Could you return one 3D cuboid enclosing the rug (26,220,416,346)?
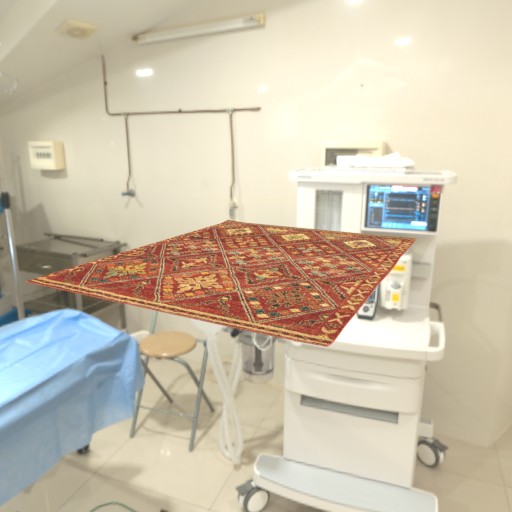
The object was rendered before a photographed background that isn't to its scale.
[{"bbox_3d":[0.000,0.000,4.241,2.489,0.030,3.086,7,16,27],"label":"rug"}]
